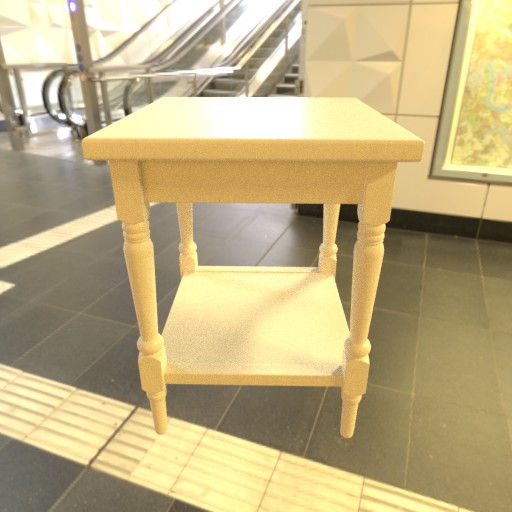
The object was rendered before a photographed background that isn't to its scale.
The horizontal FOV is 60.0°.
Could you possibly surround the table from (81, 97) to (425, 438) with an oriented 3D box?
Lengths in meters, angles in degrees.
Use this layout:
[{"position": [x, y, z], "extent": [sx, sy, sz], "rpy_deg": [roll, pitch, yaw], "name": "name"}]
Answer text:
[{"position": [0.000, 0.000, 0.908], "extent": [0.442, 0.565, 0.488], "rpy_deg": [1, 26, 1], "name": "table"}]
